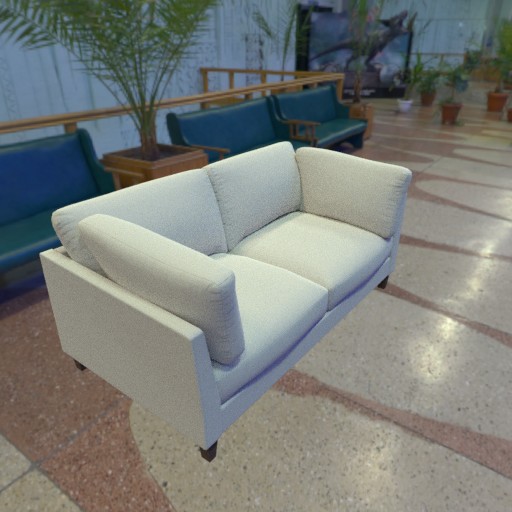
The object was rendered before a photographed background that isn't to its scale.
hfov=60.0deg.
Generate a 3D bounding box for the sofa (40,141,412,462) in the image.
[{"bbox_3d":[0.000,0.000,2.289,0.970,0.836,1.776,19,32,33],"label":"sofa"}]
